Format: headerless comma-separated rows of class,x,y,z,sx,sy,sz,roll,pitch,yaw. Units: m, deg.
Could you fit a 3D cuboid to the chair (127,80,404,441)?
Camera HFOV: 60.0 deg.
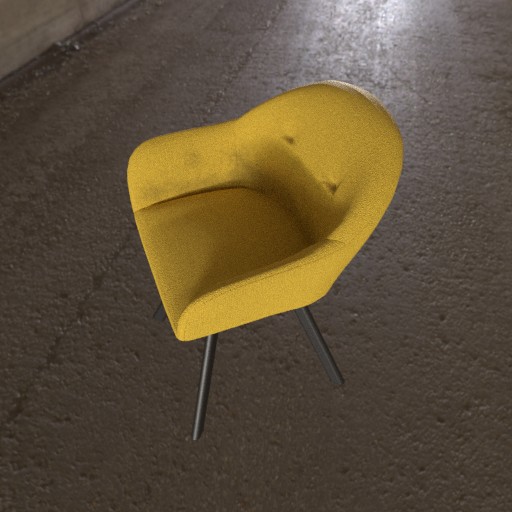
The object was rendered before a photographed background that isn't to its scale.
chair,0.000,0.000,1.143,0.565,0.775,0.545,-17,47,-16
